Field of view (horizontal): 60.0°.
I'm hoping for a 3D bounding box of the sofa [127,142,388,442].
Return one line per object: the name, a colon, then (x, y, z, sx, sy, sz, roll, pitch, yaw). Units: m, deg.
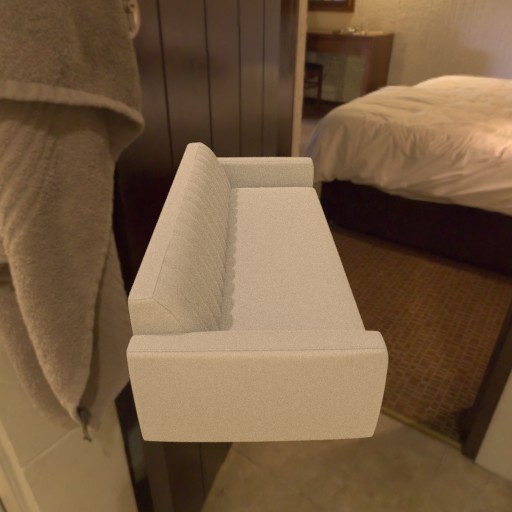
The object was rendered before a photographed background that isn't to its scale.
sofa: (0.000, 0.000, 2.669, 0.990, 0.821, 2.291, -1, 30, -1)
